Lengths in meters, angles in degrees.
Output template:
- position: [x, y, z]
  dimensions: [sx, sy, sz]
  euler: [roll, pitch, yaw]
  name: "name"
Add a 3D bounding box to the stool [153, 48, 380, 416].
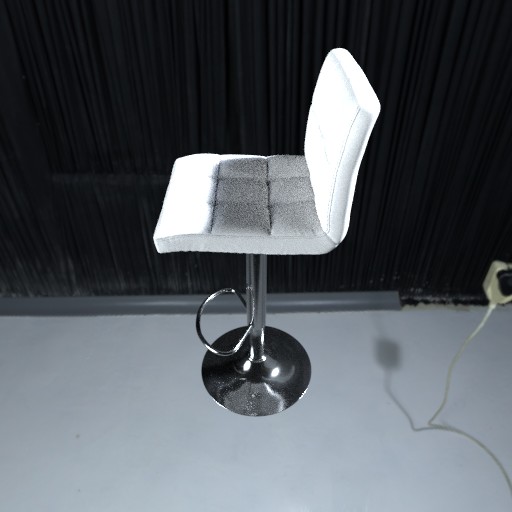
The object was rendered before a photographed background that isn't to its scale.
- position: [0.000, 0.000, 1.368]
  dimensions: [0.505, 1.115, 0.430]
  euler: [0, 39, 0]
  name: "stool"
